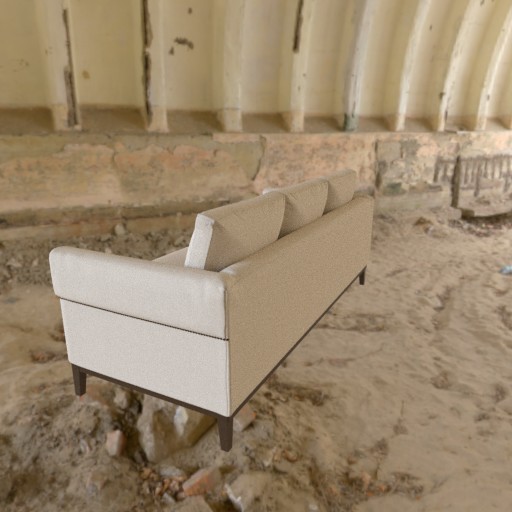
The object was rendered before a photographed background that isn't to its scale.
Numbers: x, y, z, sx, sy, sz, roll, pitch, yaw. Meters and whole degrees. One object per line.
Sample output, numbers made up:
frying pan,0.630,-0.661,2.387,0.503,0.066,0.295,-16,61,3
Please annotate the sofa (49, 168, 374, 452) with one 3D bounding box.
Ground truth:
sofa,0.000,0.000,2.680,0.902,0.911,2.198,8,19,26
